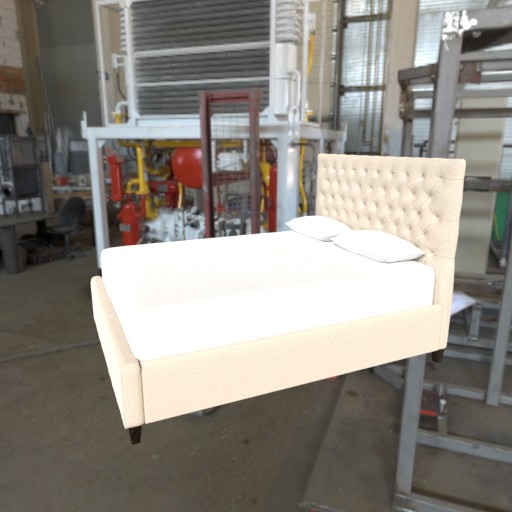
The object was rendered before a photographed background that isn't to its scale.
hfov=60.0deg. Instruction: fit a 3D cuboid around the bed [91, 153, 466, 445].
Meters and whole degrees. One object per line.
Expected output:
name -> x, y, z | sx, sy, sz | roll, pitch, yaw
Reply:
bed -> 0.000, 0.000, 3.286 | 2.233, 1.426, 1.696 | -6, 16, -24
